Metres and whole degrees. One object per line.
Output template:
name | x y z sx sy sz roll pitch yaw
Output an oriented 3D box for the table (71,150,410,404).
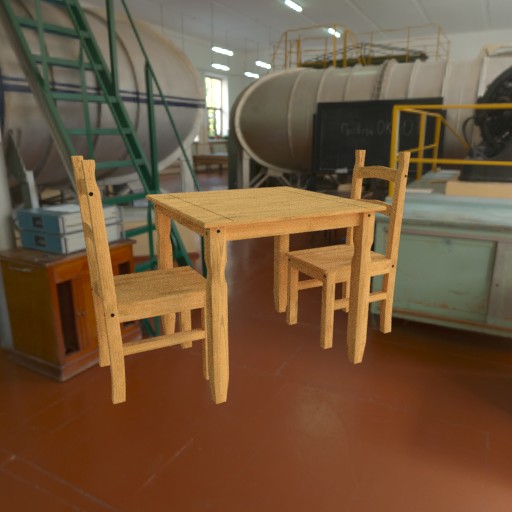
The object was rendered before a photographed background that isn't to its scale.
table | 0.000 0.000 2.098 1.501 0.942 0.813 -8 17 -26
